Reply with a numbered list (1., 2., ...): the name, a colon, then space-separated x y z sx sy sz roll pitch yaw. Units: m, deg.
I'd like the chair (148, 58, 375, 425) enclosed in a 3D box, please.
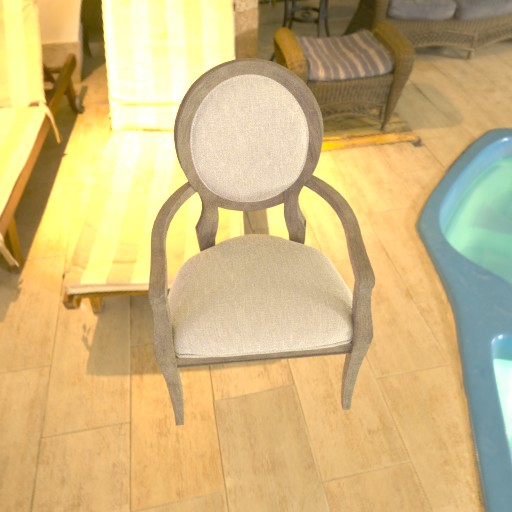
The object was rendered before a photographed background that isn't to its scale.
1. chair: 0.000 0.000 1.381 0.611 0.991 0.602 -4 47 -4
